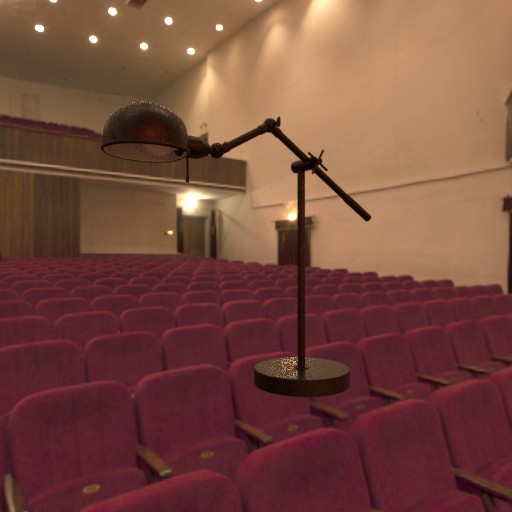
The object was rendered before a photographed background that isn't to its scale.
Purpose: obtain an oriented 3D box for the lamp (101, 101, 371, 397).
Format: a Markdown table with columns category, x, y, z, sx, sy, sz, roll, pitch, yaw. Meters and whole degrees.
| category | x | y | z | sx | sy | sz | roll | pitch | yaw |
| --- | --- | --- | --- | --- | --- | --- | --- | --- | --- |
| lamp | 0.000 | 0.000 | 0.806 | 0.567 | 0.495 | 0.185 | 0 | -1 | -36 |
